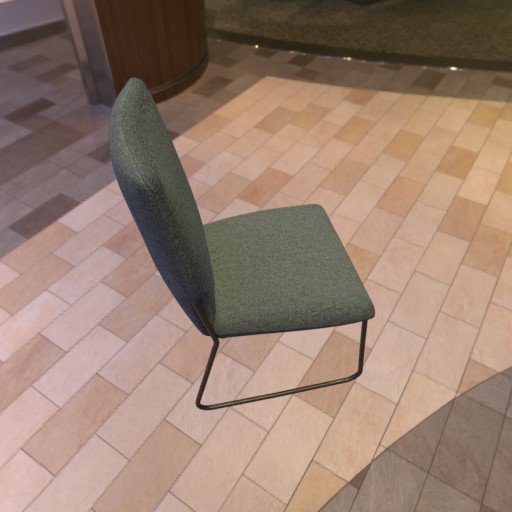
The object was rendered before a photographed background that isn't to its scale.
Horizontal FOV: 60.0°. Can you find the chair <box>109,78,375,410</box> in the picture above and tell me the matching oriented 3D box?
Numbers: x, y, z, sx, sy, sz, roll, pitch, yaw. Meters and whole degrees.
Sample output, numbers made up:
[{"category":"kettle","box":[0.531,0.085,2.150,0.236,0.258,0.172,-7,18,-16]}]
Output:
[{"category":"chair","box":[0.000,0.000,1.285,0.635,0.931,0.480,-9,47,-9]}]
